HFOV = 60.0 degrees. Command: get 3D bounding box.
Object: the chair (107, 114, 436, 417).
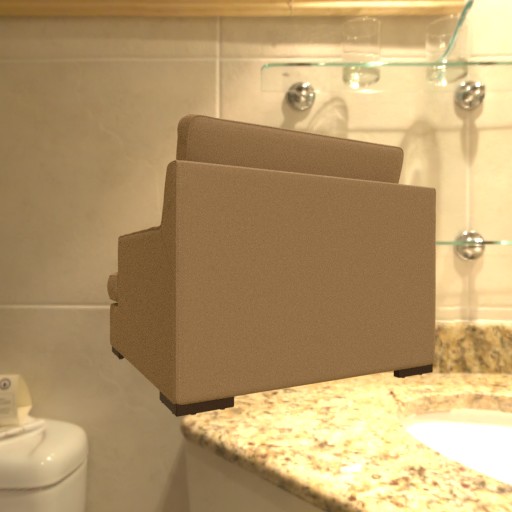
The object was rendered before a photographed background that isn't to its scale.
[{"bbox_3d":[0.000,0.000,2.118,1.293,1.005,1.274,0,0,-36],"label":"chair"}]
